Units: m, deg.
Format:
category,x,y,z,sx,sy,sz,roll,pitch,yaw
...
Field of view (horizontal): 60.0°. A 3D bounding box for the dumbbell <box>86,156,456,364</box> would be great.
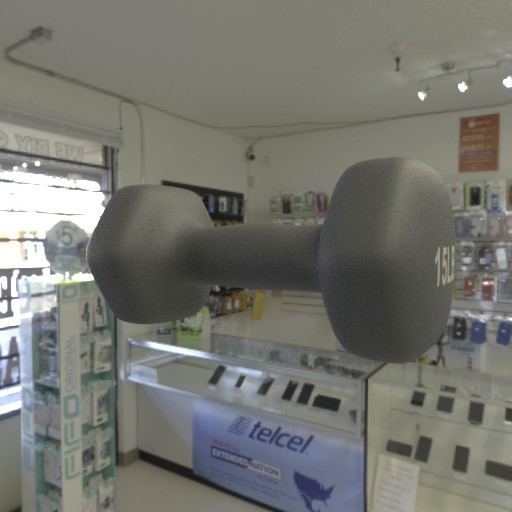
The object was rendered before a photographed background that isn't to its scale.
category,x,y,z,sx,sy,sz,roll,pitch,yaw
dumbbell,0.000,0.000,0.295,0.240,0.105,0.116,1,2,35
